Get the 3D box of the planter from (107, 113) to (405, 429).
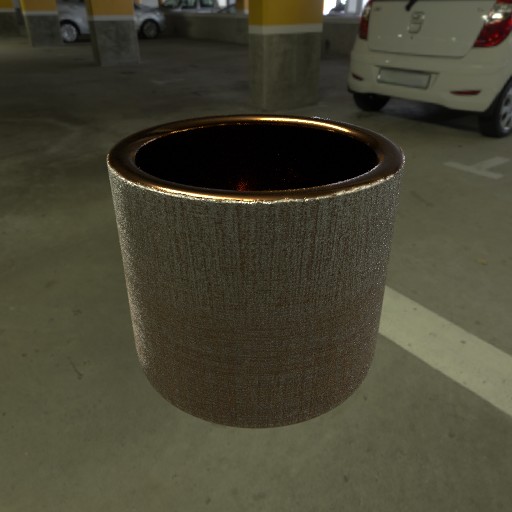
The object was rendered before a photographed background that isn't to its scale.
[{"bbox_3d":[0.000,0.000,0.307,0.177,0.157,0.177,0,30,0],"label":"planter"}]
